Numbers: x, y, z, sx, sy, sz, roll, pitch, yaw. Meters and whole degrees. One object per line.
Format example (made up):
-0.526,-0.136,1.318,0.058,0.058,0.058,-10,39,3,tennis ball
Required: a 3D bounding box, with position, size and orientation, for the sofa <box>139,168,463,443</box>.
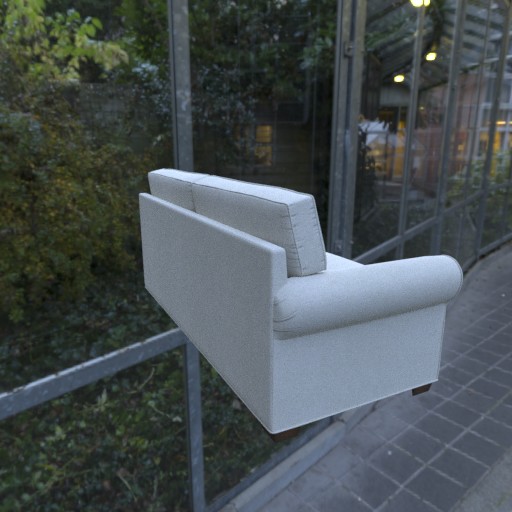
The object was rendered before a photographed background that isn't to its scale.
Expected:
0.000,0.000,2.619,0.901,0.962,2.146,-7,16,-26,sofa
